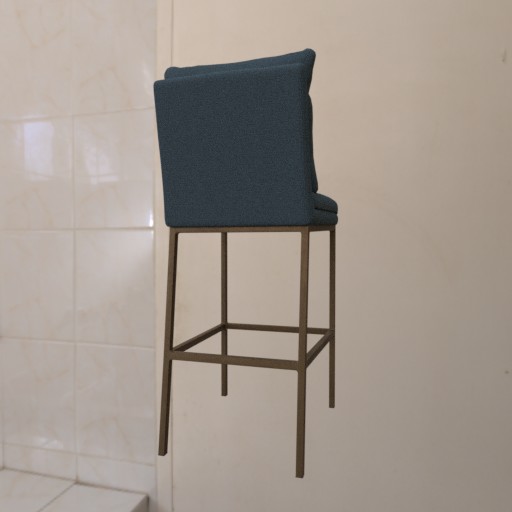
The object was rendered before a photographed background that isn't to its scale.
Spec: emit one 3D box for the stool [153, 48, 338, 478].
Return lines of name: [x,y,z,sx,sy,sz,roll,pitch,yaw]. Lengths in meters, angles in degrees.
stool: [0.000,0.000,1.437,0.463,1.124,0.568,0,2,17]
